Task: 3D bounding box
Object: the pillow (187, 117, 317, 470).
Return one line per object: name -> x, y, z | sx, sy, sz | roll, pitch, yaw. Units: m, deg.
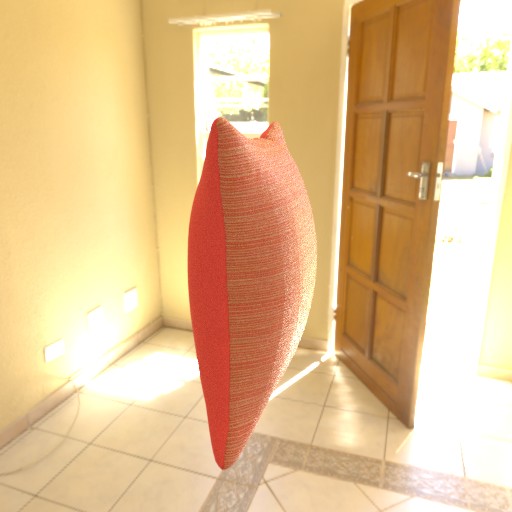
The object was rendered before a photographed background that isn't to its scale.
pillow -> 0.000, 0.000, 0.843 | 0.229, 0.501, 0.559 | 3, 16, 9
